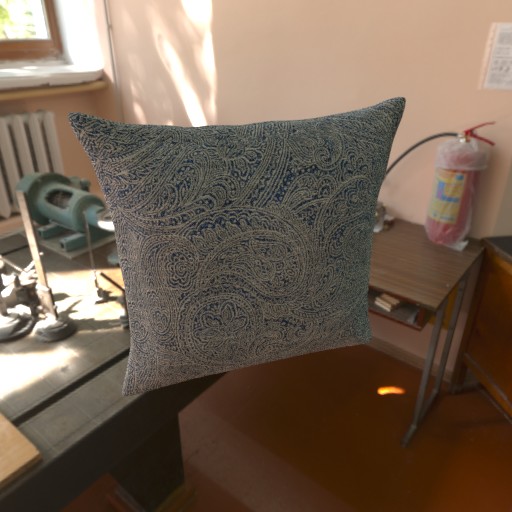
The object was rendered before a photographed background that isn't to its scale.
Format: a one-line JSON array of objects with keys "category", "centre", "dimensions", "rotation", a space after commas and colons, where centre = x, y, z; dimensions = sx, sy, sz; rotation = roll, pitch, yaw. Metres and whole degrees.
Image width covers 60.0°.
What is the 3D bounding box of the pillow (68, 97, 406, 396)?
[{"category": "pillow", "centre": [0.000, 0.000, 0.773], "dimensions": [0.523, 0.510, 0.166], "rotation": [-8, 28, -15]}]
